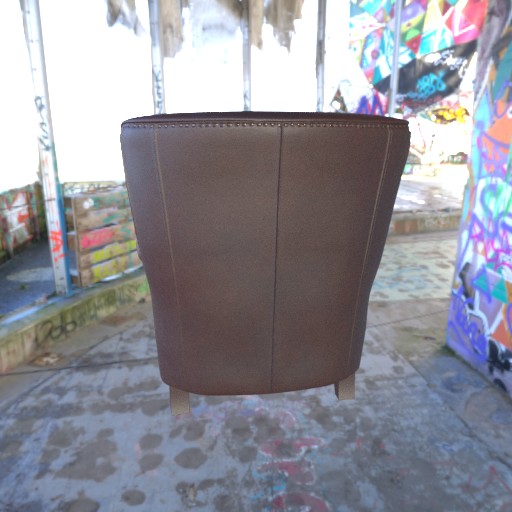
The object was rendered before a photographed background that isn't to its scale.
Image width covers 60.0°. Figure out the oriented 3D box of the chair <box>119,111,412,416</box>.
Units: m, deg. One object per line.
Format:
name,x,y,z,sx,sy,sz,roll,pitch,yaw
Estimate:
chair,0.000,0.000,1.344,0.700,0.800,0.746,-2,15,-8
